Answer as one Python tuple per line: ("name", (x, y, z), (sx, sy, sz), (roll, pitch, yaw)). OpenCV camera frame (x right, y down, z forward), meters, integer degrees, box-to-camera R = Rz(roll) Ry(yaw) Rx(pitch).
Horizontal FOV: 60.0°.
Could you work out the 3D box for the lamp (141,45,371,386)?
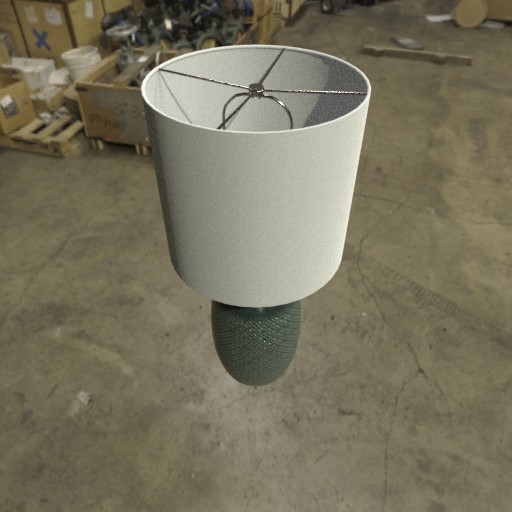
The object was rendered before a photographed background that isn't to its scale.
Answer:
("lamp", (0.000, 0.000, 0.576), (0.217, 0.453, 0.217), (12, 43, 13))
